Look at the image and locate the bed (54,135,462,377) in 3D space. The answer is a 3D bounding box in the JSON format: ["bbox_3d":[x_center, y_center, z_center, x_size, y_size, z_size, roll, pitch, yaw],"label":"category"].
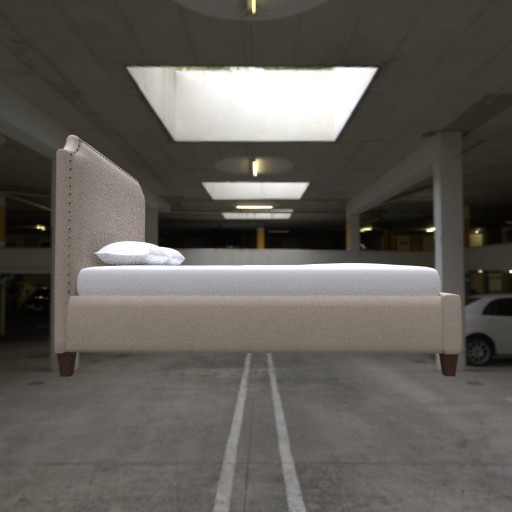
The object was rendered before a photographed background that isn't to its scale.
[{"bbox_3d":[0.000,0.000,3.391,2.372,1.443,1.713,0,-2,0],"label":"bed"}]
